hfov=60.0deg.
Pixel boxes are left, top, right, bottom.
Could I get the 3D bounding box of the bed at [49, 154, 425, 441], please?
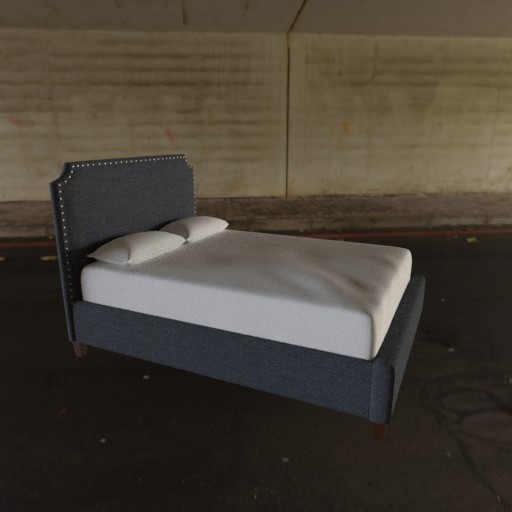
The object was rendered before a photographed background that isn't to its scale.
[{"bbox_3d":[0.000,0.000,3.422,2.372,1.443,1.713,7,17,24],"label":"bed"}]
